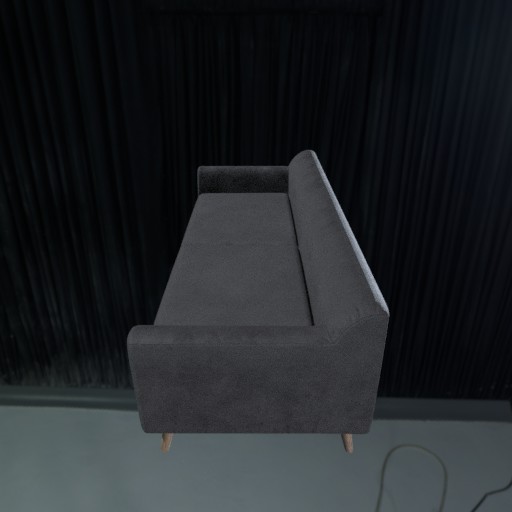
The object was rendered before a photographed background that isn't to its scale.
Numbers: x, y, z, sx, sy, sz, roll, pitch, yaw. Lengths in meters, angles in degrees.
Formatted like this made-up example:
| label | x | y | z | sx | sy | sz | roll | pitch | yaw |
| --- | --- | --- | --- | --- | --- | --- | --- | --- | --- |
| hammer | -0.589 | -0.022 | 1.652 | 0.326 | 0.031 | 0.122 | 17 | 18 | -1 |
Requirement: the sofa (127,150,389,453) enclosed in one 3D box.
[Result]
| label | x | y | z | sx | sy | sz | roll | pitch | yaw |
| --- | --- | --- | --- | --- | --- | --- | --- | --- | --- |
| sofa | 0.000 | 0.000 | 2.580 | 0.900 | 0.740 | 2.190 | 0 | 27 | 0 |
